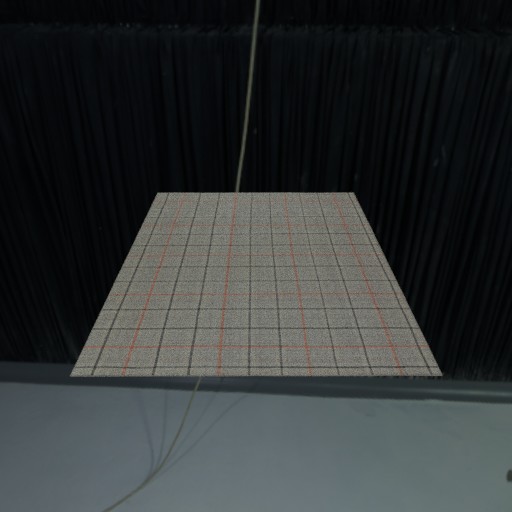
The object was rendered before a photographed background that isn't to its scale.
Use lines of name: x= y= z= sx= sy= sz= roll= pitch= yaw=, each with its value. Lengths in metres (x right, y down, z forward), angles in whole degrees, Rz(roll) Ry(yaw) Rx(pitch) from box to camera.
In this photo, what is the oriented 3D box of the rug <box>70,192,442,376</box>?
rug: x=0.000 y=0.000 z=4.208 sx=2.444 sy=0.012 sz=3.048 roll=0 pitch=31 yaw=0
